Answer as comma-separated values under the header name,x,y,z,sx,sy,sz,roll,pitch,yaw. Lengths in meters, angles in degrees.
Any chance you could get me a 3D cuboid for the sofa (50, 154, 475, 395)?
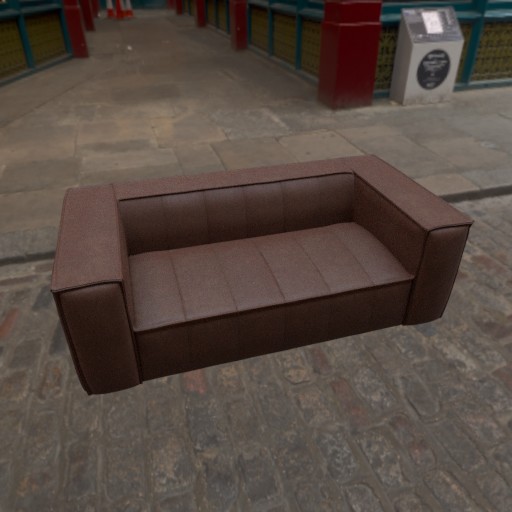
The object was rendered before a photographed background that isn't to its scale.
name,x,y,z,sx,sy,sz,roll,pitch,yaw
sofa,0.000,0.000,2.625,2.088,0.703,1.102,-9,34,-14
